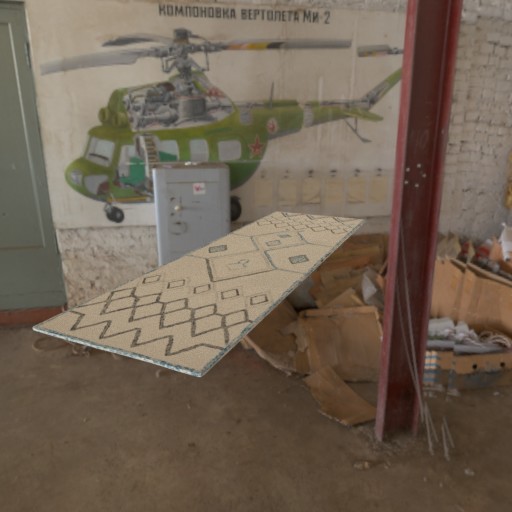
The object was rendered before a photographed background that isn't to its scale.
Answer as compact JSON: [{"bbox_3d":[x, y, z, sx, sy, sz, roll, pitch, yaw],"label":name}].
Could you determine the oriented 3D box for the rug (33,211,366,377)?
[{"bbox_3d":[0.000,0.000,2.605,0.770,0.013,2.434,8,19,24],"label":"rug"}]
